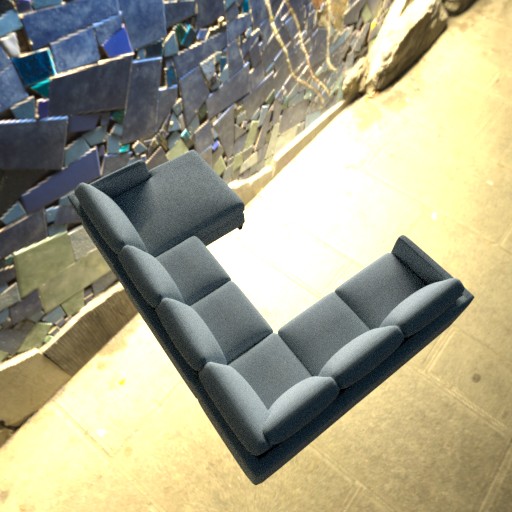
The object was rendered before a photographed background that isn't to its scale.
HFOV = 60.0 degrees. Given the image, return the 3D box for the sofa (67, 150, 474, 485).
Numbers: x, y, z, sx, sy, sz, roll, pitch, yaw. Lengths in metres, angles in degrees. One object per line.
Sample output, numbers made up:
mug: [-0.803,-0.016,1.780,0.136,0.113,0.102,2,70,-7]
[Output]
sofa: [0.000,0.000,4.580,2.551,0.889,3.403,-32,63,-19]
